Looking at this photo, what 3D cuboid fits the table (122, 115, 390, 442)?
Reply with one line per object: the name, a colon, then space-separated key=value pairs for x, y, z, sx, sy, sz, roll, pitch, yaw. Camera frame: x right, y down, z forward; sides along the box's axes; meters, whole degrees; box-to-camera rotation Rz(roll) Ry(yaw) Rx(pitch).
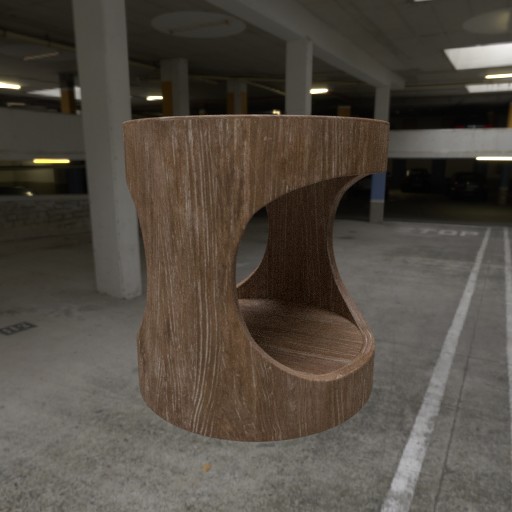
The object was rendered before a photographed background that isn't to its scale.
table: x=0.000 y=0.000 z=0.973 sx=0.527 sy=0.551 sz=0.527 roll=0 pitch=13 yaw=0
